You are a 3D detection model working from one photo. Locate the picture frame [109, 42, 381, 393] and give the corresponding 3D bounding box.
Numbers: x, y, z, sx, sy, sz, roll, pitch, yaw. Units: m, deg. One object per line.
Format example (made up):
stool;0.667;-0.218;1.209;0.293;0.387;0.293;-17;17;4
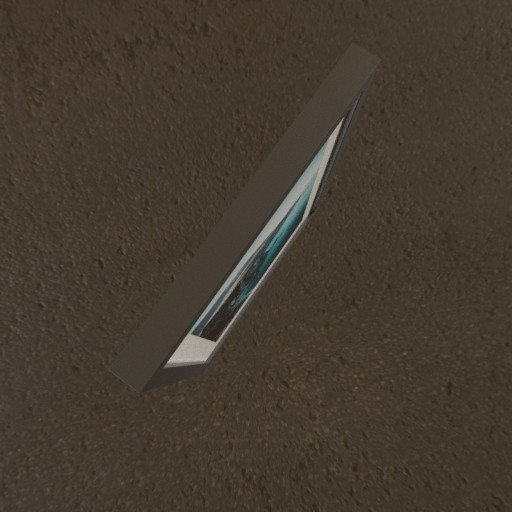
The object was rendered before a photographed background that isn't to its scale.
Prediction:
picture frame;0.000;0.000;1.351;0.073;0.968;0.839;34;79;7
